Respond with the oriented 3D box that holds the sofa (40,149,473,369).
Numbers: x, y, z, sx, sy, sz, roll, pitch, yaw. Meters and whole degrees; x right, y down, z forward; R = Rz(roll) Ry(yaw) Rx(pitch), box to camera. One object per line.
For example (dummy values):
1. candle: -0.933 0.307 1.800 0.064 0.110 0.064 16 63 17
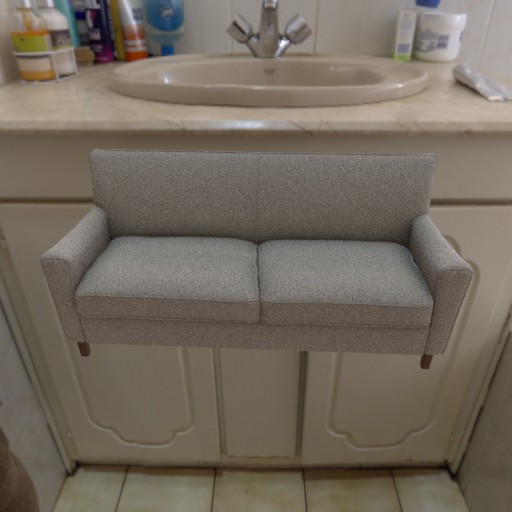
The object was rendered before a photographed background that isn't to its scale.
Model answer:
1. sofa: 0.000 0.000 2.447 2.026 0.942 0.854 2 31 3
